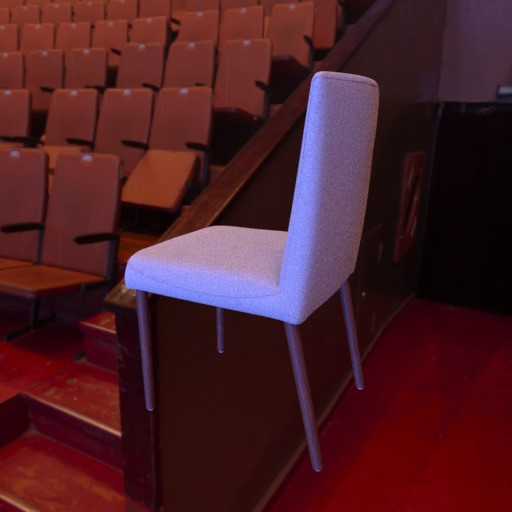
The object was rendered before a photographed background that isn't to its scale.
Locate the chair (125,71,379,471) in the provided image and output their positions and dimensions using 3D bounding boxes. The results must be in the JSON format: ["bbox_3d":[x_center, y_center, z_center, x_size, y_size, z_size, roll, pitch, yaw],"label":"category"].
[{"bbox_3d":[0.000,0.000,1.181,0.570,0.859,0.456,8,18,26],"label":"chair"}]
